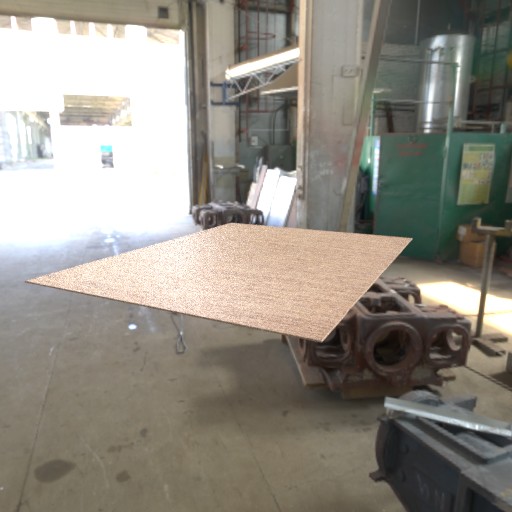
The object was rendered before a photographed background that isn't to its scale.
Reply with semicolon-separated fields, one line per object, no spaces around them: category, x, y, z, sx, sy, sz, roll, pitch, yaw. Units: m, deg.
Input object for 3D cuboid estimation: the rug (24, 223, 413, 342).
rug;0.000;0.000;4.318;2.448;0.013;3.205;7;15;26
